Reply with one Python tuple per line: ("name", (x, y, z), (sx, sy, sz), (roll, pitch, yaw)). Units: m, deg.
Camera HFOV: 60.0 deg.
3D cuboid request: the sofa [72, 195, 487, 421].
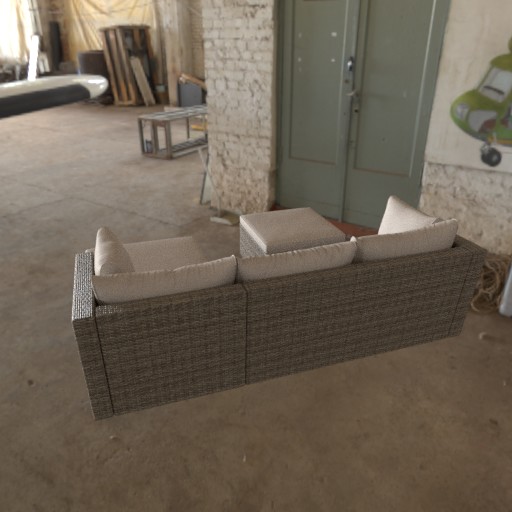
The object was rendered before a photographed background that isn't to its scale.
("sofa", (0.000, 0.000, 2.981), (2.192, 0.766, 1.662), (-8, 27, -17))
